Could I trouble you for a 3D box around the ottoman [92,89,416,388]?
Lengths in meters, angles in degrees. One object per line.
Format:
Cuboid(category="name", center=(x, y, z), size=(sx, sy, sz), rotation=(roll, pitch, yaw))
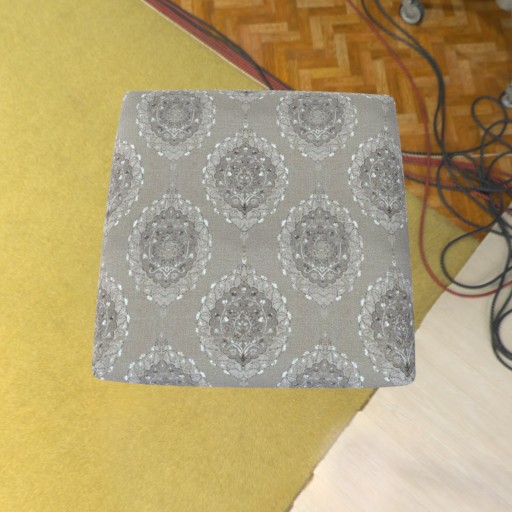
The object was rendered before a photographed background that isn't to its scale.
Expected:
Cuboid(category="ottoman", center=(0.000, 0.000, 0.901), size=(0.497, 0.473, 0.507), rotation=(1, 75, 0))
